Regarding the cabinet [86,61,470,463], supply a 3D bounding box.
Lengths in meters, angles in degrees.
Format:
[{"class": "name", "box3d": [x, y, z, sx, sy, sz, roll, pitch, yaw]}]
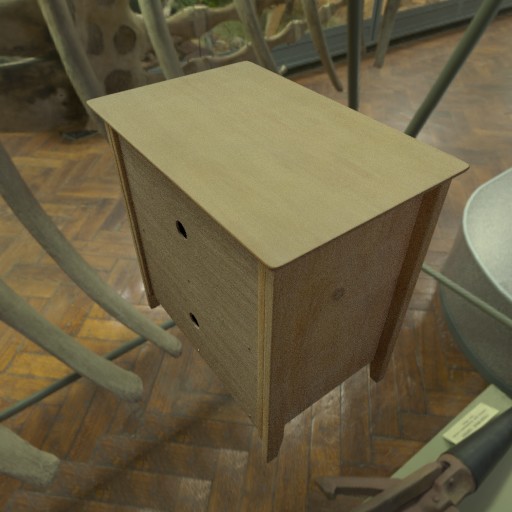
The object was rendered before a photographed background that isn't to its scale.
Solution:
[{"class": "cabinet", "box3d": [0.000, 0.000, 1.246, 0.503, 0.762, 0.763, -26, 48, -26]}]
